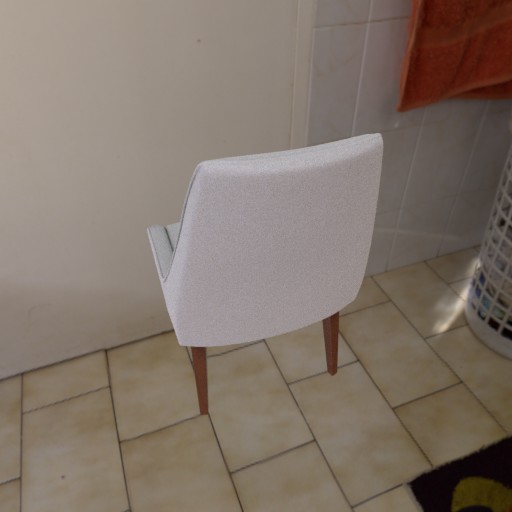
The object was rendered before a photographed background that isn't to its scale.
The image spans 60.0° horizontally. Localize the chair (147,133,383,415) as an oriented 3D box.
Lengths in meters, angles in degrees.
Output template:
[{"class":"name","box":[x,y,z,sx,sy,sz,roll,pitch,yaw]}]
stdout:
[{"class":"chair","box":[0.000,0.000,1.219,0.529,0.861,0.544,-13,42,-14]}]
